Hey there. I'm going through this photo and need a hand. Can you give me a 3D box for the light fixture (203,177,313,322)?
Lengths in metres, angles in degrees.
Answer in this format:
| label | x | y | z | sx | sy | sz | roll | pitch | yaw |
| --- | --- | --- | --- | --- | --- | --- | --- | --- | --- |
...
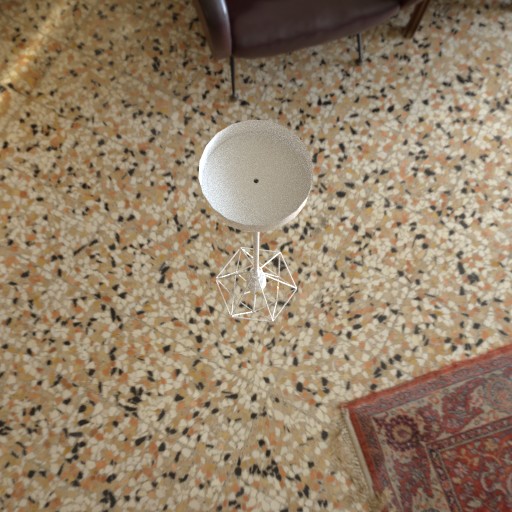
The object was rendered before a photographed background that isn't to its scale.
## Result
| label | x | y | z | sx | sy | sz | roll | pitch | yaw |
| --- | --- | --- | --- | --- | --- | --- | --- | --- | --- |
| light fixture | 0.000 | 0.000 | 1.988 | 0.431 | 1.764 | 0.487 | 36 | 79 | 9 |
